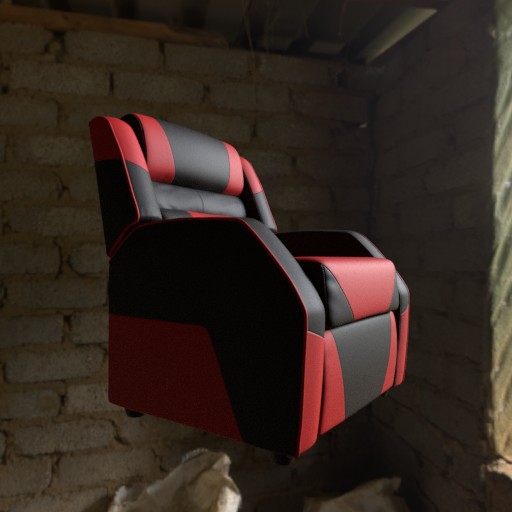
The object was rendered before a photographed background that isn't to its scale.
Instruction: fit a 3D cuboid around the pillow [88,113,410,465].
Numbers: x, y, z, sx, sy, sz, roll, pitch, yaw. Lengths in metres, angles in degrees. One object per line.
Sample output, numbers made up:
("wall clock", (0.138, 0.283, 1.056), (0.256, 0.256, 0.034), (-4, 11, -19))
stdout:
("pillow", (0.000, 0.000, 1.226), (0.672, 0.805, 0.620), (0, -1, 36))
